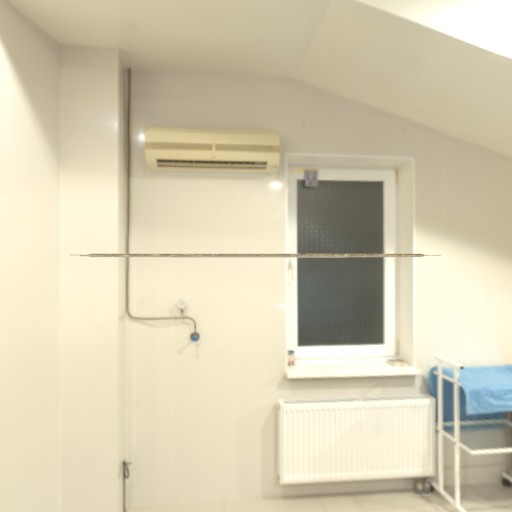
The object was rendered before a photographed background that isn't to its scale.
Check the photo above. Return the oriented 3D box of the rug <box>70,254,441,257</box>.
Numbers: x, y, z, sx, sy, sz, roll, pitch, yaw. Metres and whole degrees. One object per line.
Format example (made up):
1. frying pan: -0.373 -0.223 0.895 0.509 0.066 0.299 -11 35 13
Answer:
1. rug: 0.000 0.000 3.132 1.619 0.023 2.465 0 0 0
